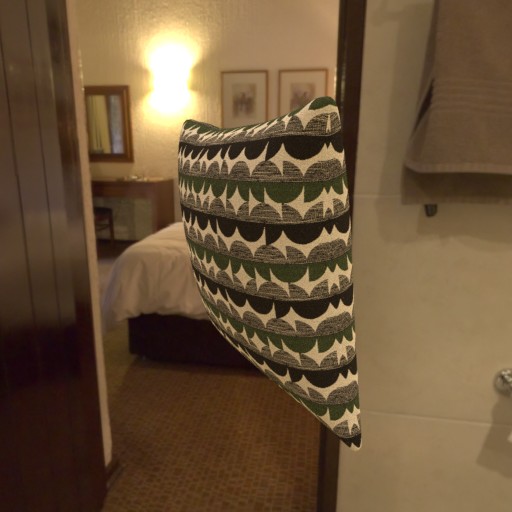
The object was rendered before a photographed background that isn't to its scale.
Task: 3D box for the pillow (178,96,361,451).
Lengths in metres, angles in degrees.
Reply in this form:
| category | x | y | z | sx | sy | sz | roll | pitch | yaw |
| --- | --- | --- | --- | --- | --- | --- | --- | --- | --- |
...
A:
| category | x | y | z | sx | sy | sz | roll | pitch | yaw |
| --- | --- | --- | --- | --- | --- | --- | --- | --- | --- |
| pillow | 0.000 | 0.000 | 0.648 | 0.180 | 0.404 | 0.419 | -7 | 15 | -26 |
